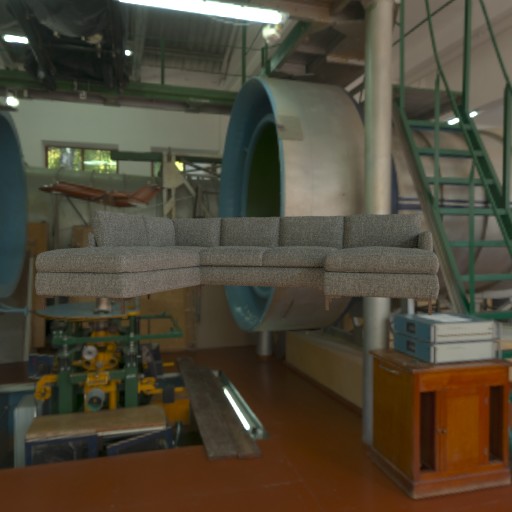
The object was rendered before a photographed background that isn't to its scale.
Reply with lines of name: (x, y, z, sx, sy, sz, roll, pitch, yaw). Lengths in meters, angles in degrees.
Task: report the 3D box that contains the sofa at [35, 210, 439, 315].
sofa: (0.000, 0.000, 3.608, 2.737, 0.756, 1.879, 0, 1, 19)
